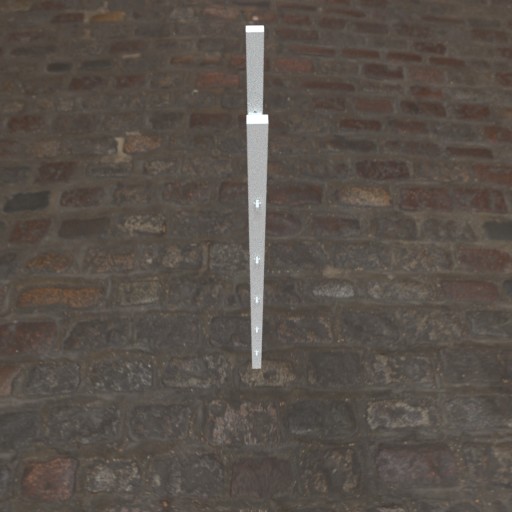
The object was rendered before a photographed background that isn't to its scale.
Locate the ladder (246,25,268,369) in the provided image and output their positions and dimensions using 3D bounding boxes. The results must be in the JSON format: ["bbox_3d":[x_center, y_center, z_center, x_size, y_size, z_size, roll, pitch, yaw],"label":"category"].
[{"bbox_3d":[0.000,0.000,1.902,0.051,1.797,0.452,-1,58,-1],"label":"ladder"}]
